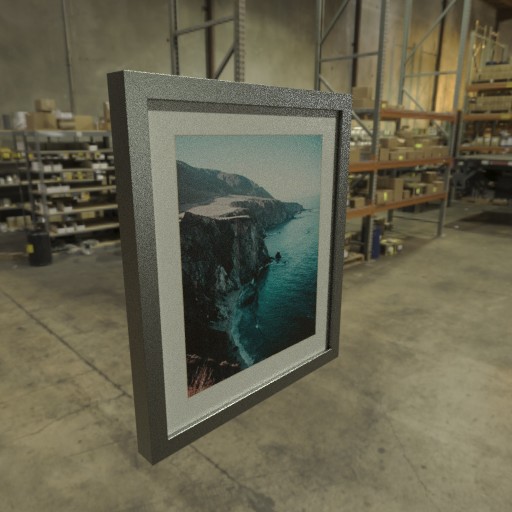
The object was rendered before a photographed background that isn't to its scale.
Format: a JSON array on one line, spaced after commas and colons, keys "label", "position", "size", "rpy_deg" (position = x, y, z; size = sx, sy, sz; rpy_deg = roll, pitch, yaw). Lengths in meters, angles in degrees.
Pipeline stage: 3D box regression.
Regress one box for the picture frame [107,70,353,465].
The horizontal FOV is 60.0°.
[{"label": "picture frame", "position": [0.000, 0.000, 1.346], "size": [0.839, 0.968, 0.073], "rpy_deg": [-15, 21, -43]}]
